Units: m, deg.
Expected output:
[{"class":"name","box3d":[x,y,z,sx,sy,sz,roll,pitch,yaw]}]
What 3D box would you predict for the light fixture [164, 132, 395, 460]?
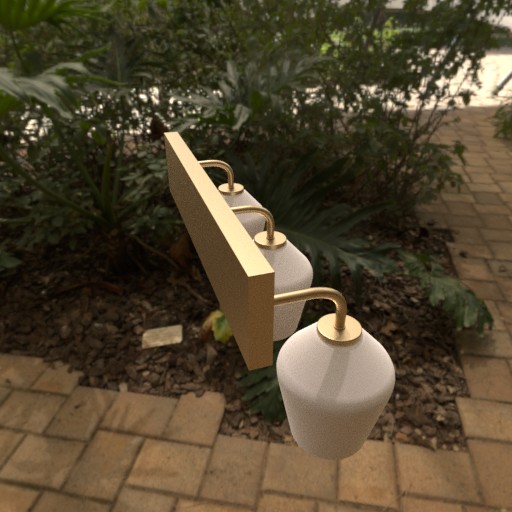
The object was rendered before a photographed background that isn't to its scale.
[{"class":"light fixture","box3d":[0.000,0.000,0.709,0.190,0.280,0.609,-9,31,-16]}]
